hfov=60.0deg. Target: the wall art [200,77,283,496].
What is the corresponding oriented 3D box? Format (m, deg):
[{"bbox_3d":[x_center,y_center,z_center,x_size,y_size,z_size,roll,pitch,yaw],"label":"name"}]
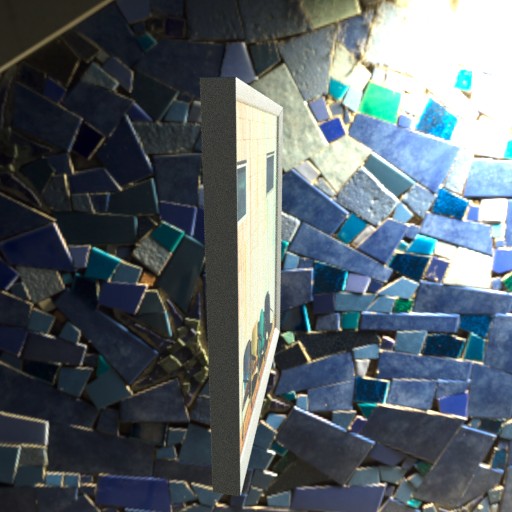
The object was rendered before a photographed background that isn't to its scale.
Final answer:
[{"bbox_3d":[0.000,0.000,0.753,0.037,0.508,0.508,2,15,8],"label":"wall art"}]
